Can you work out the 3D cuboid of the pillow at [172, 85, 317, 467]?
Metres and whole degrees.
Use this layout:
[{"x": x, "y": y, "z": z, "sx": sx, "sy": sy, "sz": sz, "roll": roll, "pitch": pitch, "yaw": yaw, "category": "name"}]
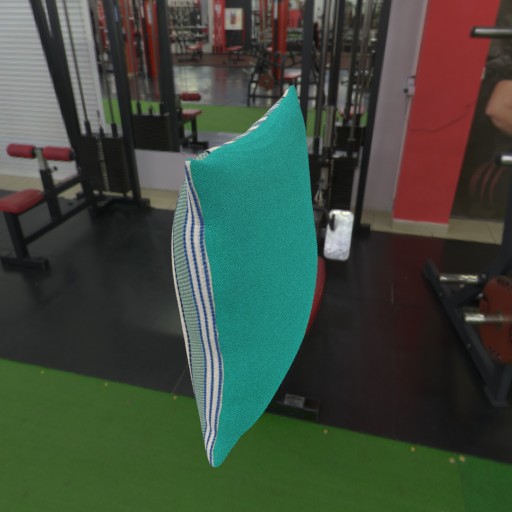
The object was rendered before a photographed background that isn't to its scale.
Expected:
[{"x": 0.000, "y": 0.000, "z": 0.682, "sx": 0.182, "sy": 0.441, "sz": 0.440, "roll": 8, "pitch": 30, "yaw": 15, "category": "pillow"}]
